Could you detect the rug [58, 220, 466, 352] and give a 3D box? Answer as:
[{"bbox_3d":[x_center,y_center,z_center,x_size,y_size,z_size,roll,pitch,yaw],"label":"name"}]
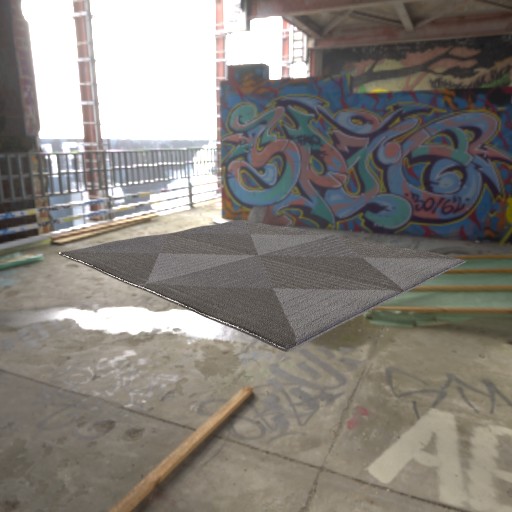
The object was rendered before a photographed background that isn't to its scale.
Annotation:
[{"bbox_3d":[0.000,0.000,0.904,0.642,0.008,0.551,14,20,43],"label":"rug"}]
